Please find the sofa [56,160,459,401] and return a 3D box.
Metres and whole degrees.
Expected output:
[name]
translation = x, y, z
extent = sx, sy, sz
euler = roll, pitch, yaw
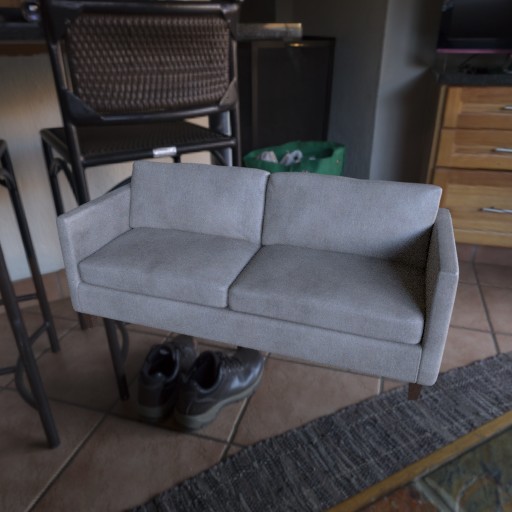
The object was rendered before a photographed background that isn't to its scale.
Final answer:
[sofa]
translation = 0.000, 0.000, 2.750
extent = 2.208, 0.965, 0.951
euler = 8, 26, 17
